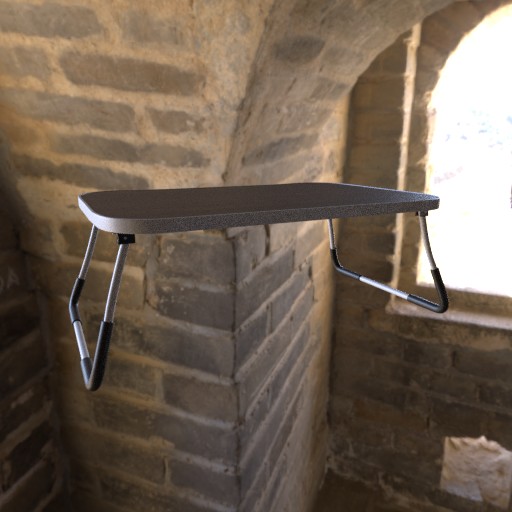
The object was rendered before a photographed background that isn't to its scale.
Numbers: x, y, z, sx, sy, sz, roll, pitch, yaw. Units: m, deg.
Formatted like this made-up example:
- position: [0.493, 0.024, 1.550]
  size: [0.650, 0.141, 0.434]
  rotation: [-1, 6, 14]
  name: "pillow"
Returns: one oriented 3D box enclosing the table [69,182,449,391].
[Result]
- position: [0.000, 0.000, 0.843]
  size: [0.660, 0.232, 0.400]
  rotation: [-7, 15, -25]
  name: "table"
